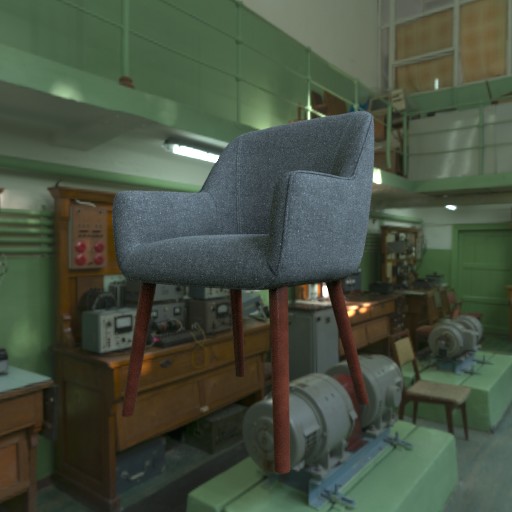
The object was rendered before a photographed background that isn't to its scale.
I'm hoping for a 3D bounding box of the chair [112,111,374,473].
[{"bbox_3d":[0.000,0.000,1.164,0.543,0.803,0.519,1,2,36],"label":"chair"}]
